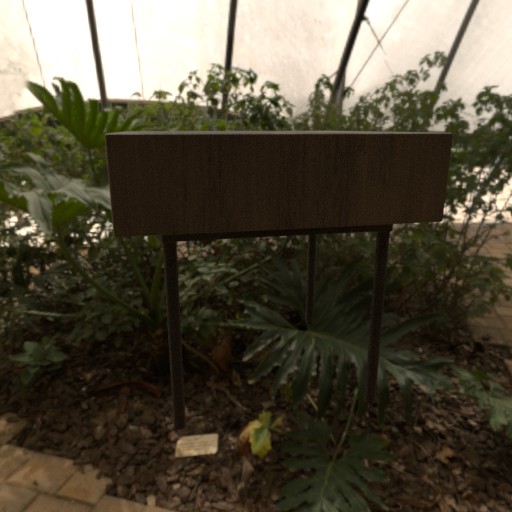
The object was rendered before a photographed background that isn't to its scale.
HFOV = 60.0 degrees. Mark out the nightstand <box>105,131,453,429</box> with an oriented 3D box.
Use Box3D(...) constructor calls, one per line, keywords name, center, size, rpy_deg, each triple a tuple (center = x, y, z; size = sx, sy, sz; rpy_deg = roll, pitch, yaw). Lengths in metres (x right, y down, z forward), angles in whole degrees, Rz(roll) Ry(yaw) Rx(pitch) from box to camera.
Box3D(name="nightstand", center=(0.000, 0.000, 0.920), size=(0.503, 0.497, 0.502), rpy_deg=(-3, 16, -12))
